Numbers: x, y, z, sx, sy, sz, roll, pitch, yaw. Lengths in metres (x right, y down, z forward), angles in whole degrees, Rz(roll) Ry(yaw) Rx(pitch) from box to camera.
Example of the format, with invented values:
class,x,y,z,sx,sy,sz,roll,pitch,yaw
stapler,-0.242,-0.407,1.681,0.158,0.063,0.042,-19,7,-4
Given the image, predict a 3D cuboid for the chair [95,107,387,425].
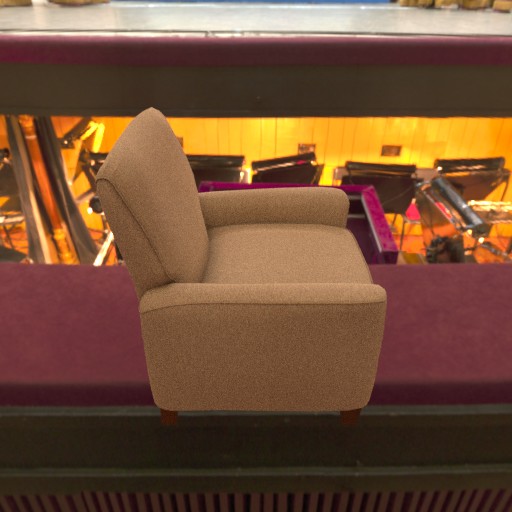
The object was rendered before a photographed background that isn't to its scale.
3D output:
class,x,y,z,sx,sy,sz,roll,pitch,yaw
chair,0.000,0.000,1.686,0.864,1.014,0.848,0,32,0
